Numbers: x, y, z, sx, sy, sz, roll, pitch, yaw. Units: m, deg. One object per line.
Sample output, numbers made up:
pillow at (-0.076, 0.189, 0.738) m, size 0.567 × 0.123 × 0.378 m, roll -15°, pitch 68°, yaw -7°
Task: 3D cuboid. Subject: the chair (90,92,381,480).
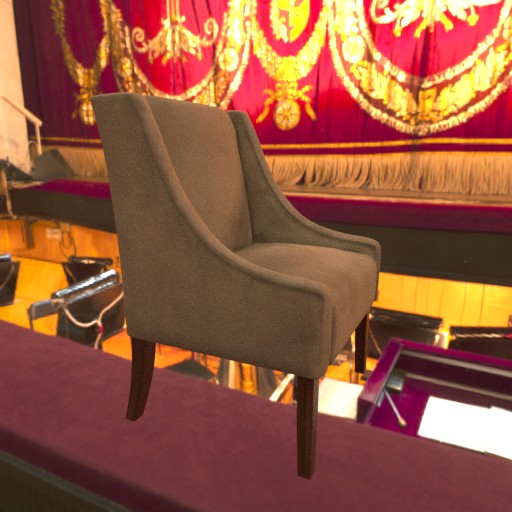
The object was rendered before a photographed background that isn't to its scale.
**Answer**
chair at (0.000, 0.000, 1.319) m, size 0.629 × 0.895 × 0.629 m, roll 6°, pitch 15°, yaw 25°
